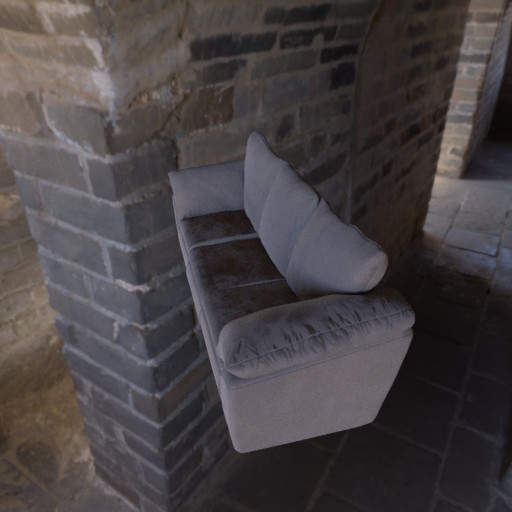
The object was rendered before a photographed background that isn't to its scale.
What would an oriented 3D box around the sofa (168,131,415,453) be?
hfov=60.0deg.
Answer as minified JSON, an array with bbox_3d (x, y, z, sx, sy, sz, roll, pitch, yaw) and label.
[{"bbox_3d":[0.000,0.000,2.901,0.878,1.073,2.336,-8,31,-13],"label":"sofa"}]
